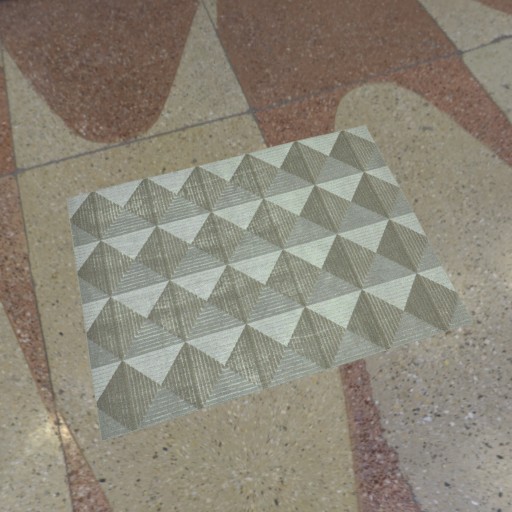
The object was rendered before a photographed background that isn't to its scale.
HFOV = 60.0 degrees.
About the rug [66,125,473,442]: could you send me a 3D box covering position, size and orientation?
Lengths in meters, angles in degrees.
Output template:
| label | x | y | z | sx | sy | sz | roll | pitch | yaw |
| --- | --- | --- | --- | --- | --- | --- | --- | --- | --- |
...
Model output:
| label | x | y | z | sx | sy | sz | roll | pitch | yaw |
| --- | --- | --- | --- | --- | --- | --- | --- | --- | --- |
| rug | 0.000 | 0.000 | 4.263 | 3.333 | 0.027 | 2.428 | -16 | 65 | -8 |
